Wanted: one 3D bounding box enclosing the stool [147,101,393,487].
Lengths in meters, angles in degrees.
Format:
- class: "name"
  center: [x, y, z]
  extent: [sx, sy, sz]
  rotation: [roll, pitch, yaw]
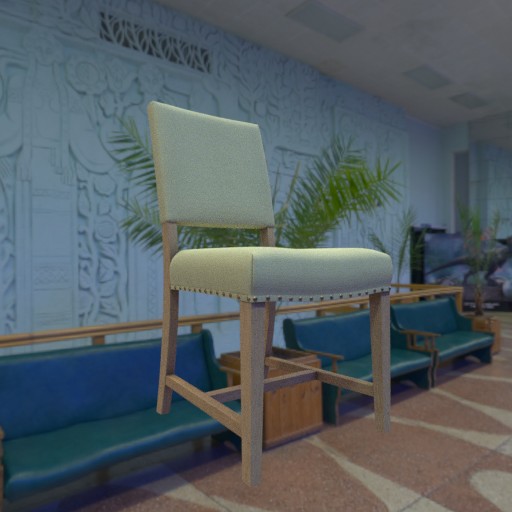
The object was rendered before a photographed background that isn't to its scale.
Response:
- class: "stool"
  center: [0.000, 0.000, 1.334]
  extent: [0.508, 0.986, 0.623]
  rotation: [0, 0, -38]
